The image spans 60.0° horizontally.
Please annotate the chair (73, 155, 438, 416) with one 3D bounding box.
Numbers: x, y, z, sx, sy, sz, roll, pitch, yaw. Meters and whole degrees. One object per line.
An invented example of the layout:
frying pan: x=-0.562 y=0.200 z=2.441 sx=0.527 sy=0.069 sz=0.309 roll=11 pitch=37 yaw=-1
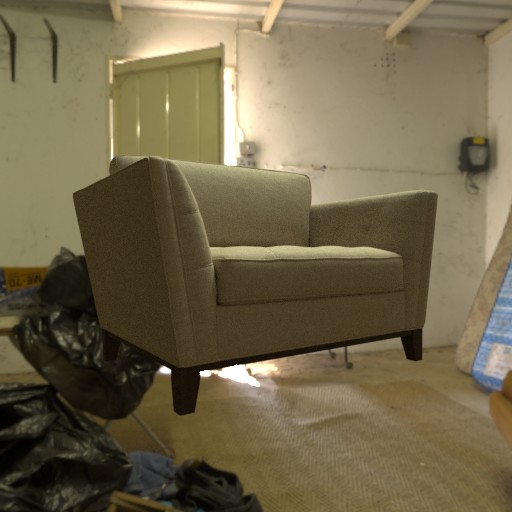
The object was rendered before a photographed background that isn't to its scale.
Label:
chair: x=0.000 y=0.000 z=2.044 sx=1.397 sy=0.940 sz=0.965 roll=-1 pitch=1 yaw=-35
